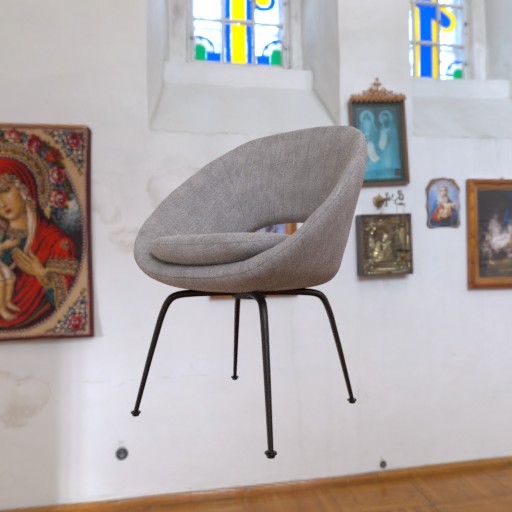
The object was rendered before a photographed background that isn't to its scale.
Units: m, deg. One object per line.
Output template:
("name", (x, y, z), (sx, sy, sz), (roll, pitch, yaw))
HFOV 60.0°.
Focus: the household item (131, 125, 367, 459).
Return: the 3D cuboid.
("household item", (0.000, 0.000, 1.304), (0.643, 0.869, 0.587), (0, 0, 35))
